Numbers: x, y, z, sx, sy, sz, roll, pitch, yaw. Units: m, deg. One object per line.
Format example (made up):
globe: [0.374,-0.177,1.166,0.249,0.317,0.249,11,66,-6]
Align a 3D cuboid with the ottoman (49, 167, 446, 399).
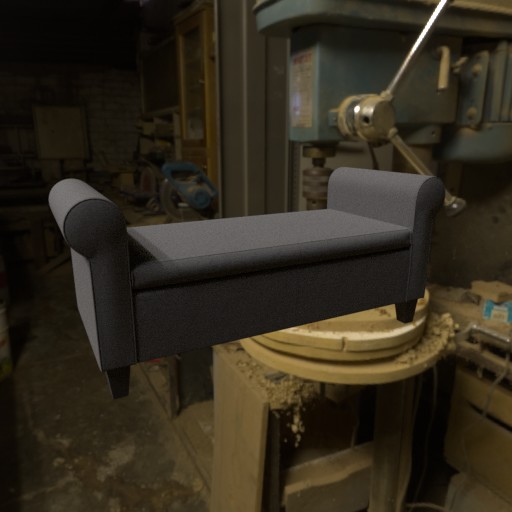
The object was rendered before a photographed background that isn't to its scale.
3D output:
ottoman: [0.000,0.000,1.559,1.256,0.547,0.521,-8,17,-26]
